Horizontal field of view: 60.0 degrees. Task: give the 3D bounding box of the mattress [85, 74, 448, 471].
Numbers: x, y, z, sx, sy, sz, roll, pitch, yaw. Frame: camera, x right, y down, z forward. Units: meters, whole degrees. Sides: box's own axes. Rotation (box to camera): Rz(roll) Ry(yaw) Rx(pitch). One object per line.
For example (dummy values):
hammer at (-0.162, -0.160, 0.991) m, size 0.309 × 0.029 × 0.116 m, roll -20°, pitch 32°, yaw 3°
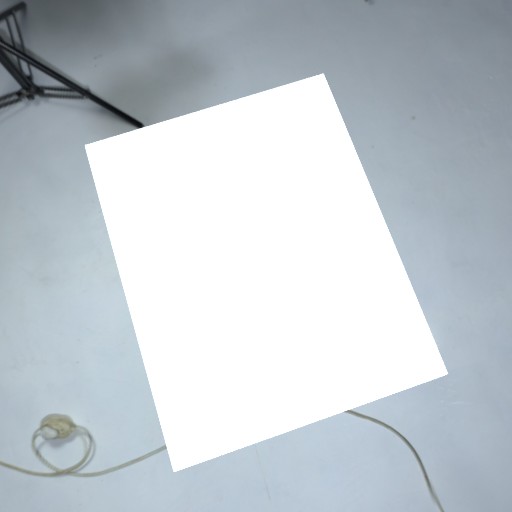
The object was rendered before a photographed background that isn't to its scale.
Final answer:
mattress at (0.000, 0.000, 2.703) m, size 1.600 × 0.200 × 2.000 m, roll -18°, pitch 78°, yaw -4°
